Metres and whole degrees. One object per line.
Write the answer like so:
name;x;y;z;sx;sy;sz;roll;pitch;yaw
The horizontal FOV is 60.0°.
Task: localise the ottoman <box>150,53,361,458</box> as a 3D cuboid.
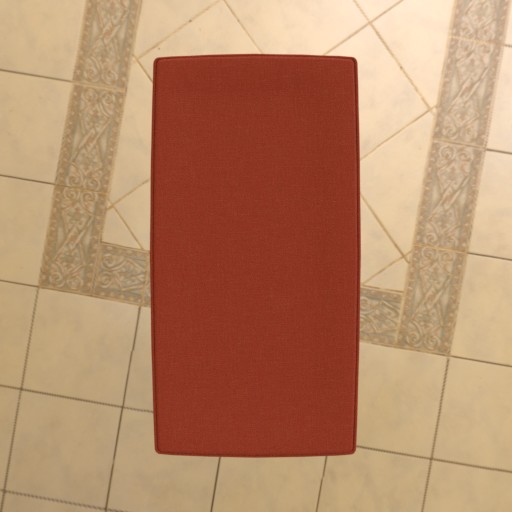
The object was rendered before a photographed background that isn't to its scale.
ottoman;0.000;0.000;1.248;0.497;0.454;0.948;0;91;0
